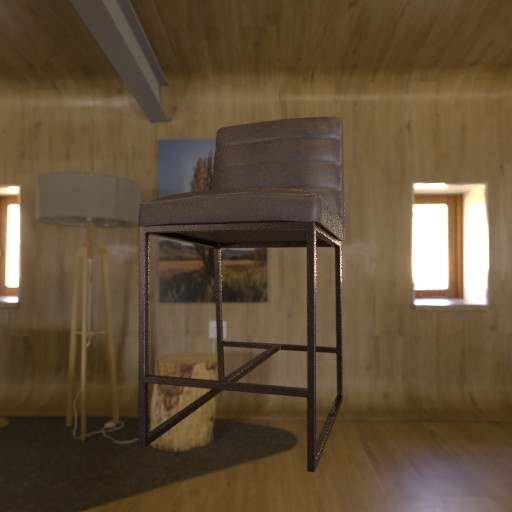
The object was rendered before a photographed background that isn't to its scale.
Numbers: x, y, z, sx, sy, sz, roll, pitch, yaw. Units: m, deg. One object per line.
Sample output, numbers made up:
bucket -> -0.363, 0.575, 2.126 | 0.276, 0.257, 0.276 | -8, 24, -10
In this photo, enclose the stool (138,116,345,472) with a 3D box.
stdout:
stool -> 0.000, 0.000, 1.287 | 0.463, 0.946, 0.562 | 0, -1, 17
